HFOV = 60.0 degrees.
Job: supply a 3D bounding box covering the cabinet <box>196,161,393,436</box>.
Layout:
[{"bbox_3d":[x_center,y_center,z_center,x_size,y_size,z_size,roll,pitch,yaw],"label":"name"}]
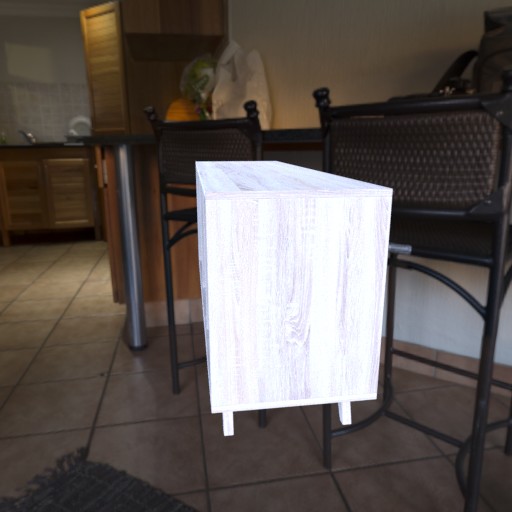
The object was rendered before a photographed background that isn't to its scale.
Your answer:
[{"bbox_3d":[0.000,0.000,2.040,0.500,0.780,1.650,-2,15,-8],"label":"cabinet"}]
